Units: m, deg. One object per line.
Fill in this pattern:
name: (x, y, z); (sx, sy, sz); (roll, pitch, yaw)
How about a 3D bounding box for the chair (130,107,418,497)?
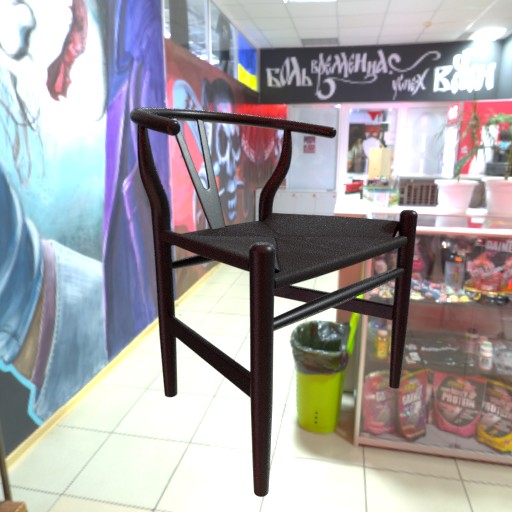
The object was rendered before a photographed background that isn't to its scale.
chair: (0.000, 0.000, 1.114); (0.579, 0.730, 0.569); (13, 19, 42)
